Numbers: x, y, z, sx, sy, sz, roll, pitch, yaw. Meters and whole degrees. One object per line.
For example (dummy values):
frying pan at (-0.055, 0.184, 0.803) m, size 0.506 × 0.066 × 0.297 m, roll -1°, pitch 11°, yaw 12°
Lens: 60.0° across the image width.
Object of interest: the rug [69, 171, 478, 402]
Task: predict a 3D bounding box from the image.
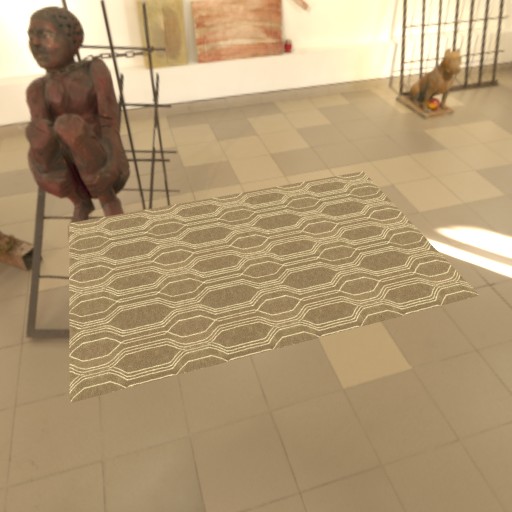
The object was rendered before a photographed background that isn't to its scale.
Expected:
rug at (0.000, 0.000, 3.057) m, size 2.457 × 0.012 × 1.541 m, roll -12°, pitch 43°, yaw -13°
